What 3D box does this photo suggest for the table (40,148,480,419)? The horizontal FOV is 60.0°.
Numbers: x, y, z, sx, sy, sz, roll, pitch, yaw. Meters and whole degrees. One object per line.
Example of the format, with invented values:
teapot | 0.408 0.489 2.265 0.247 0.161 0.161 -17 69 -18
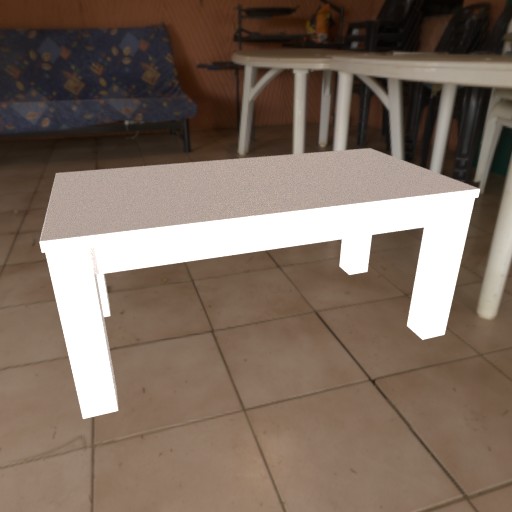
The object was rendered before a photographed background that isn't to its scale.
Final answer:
table | 0.000 0.000 2.260 1.800 0.790 0.900 -8 27 -17
